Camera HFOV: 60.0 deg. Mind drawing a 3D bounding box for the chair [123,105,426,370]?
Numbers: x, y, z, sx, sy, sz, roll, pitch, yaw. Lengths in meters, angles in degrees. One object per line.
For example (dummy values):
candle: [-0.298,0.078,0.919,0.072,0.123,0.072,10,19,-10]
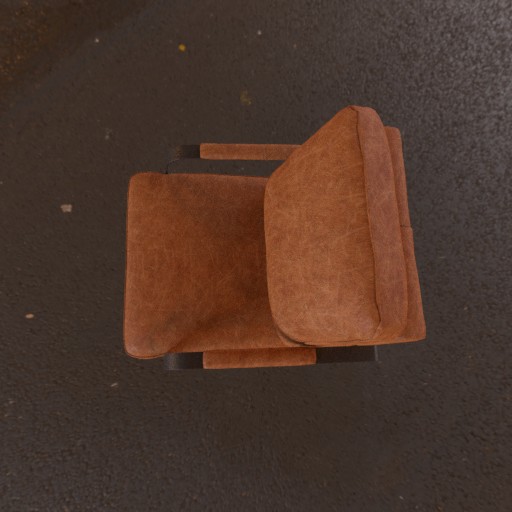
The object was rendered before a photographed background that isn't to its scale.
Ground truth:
chair: [0.000,0.000,1.341,0.801,0.777,0.651,-2,76,-1]
